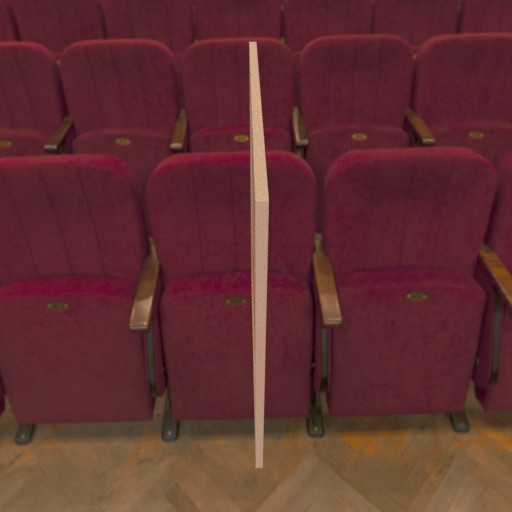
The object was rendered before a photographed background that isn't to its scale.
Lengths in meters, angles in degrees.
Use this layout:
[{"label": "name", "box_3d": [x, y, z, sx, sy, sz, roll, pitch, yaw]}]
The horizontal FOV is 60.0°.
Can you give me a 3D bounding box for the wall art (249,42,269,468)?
[{"label": "wall art", "box_3d": [0.000, 0.000, 0.765, 0.012, 0.557, 0.482, -1, 41, -1]}]
